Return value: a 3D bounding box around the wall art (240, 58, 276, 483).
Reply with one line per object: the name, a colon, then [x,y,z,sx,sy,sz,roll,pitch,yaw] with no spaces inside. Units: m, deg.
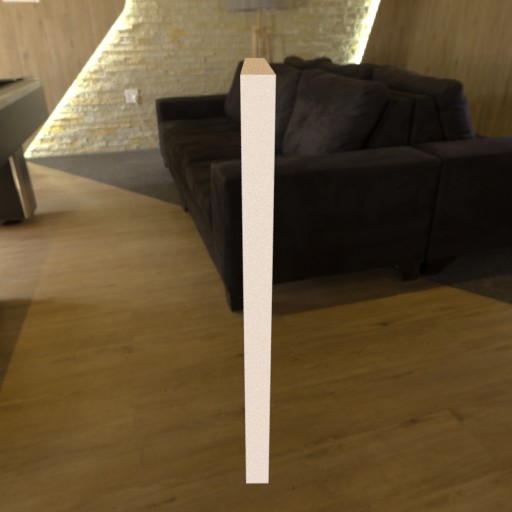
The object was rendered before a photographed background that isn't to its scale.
wall art: [0.000,0.000,0.826,0.038,0.657,0.450,0,26,-1]
